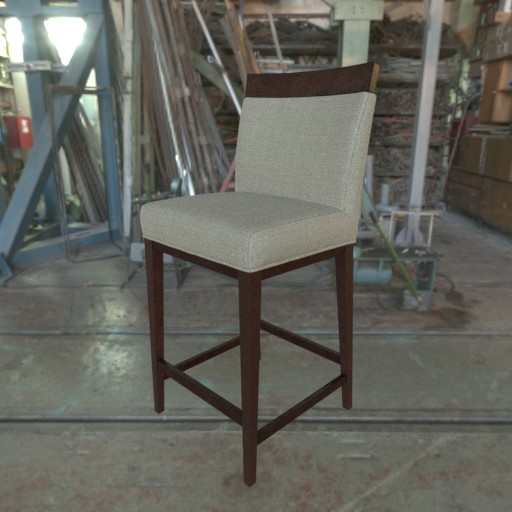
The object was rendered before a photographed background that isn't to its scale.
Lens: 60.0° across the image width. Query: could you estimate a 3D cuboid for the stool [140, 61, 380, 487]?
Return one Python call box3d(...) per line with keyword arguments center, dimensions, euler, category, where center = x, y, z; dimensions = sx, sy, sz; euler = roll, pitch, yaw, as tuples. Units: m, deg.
box3d(center=(0.000, 0.000, 1.257), dimensions=(0.463, 1.011, 0.480), euler=(16, 24, 42), category="stool")
